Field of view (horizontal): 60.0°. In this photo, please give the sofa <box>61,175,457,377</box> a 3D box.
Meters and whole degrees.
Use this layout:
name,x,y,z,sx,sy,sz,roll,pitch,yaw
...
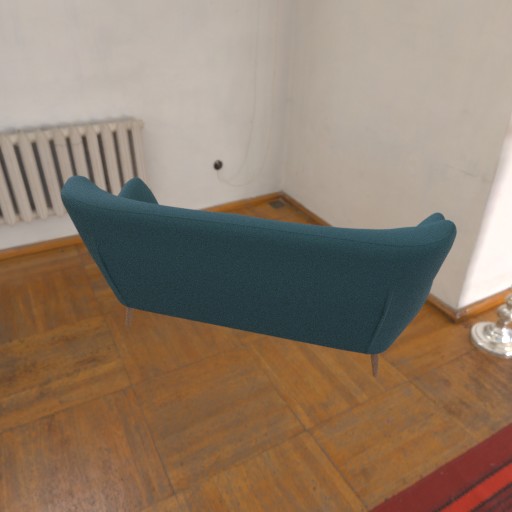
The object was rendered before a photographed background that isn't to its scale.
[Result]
name,x,y,z,sx,sy,sz,roll,pitch,yaw
sofa,0.000,0.000,2.409,1.930,0.890,0.889,9,33,14
